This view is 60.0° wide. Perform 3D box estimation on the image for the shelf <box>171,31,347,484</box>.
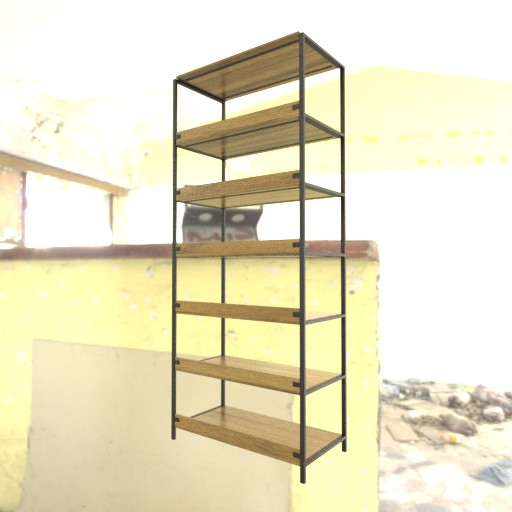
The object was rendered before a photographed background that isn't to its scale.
[{"bbox_3d":[0.000,0.000,2.385,0.847,2.015,0.431,-1,-2,37],"label":"shelf"}]
